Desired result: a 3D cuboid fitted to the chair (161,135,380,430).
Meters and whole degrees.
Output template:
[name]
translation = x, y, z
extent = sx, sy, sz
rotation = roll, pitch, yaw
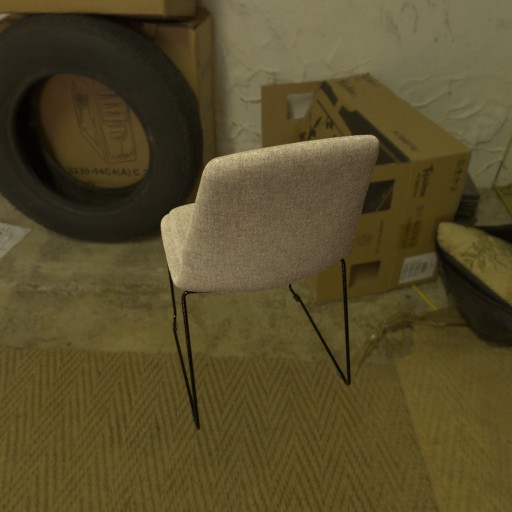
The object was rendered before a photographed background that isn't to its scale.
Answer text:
[chair]
translation = 0.000, 0.000, 1.162
extent = 0.479, 0.858, 0.518
rotation = -12, 41, -14
